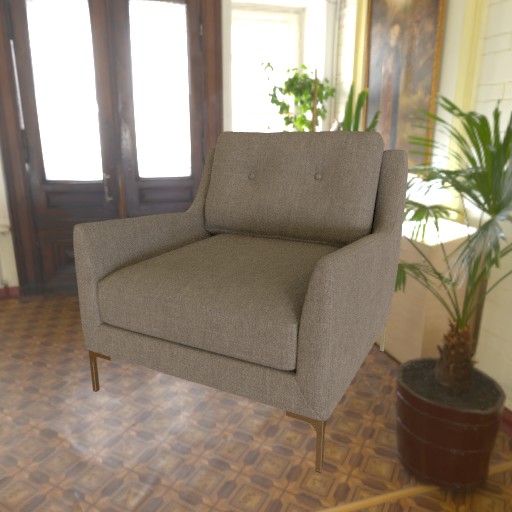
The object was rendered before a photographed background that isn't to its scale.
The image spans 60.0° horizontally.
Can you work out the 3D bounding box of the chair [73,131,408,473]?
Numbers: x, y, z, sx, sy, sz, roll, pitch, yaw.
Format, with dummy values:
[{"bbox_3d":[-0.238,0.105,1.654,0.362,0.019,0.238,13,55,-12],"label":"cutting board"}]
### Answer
[{"bbox_3d":[0.000,0.000,1.522,0.847,0.828,0.849,8,17,27],"label":"chair"}]
